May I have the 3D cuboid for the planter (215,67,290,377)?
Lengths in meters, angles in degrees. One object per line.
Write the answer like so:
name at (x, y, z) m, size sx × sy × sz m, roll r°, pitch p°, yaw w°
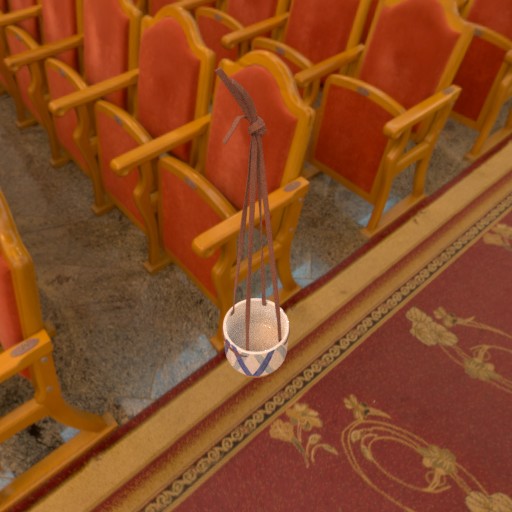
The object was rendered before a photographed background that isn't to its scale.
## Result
planter at (0.000, 0.000, 0.841) m, size 0.157 × 0.753 × 0.153 m, roll -32°, pitch 56°, yaw -25°
